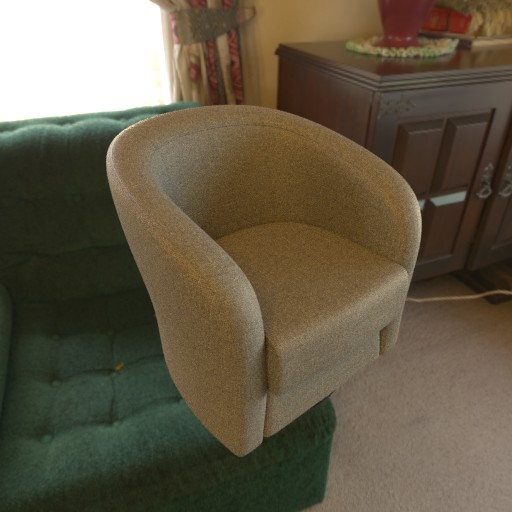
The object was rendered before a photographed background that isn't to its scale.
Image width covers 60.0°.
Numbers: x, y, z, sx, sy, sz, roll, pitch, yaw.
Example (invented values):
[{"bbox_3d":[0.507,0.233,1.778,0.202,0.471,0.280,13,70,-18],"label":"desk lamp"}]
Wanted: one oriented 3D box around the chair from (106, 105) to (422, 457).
[{"bbox_3d":[0.000,0.000,1.409,0.791,0.771,0.815,-23,39,-32],"label":"chair"}]
